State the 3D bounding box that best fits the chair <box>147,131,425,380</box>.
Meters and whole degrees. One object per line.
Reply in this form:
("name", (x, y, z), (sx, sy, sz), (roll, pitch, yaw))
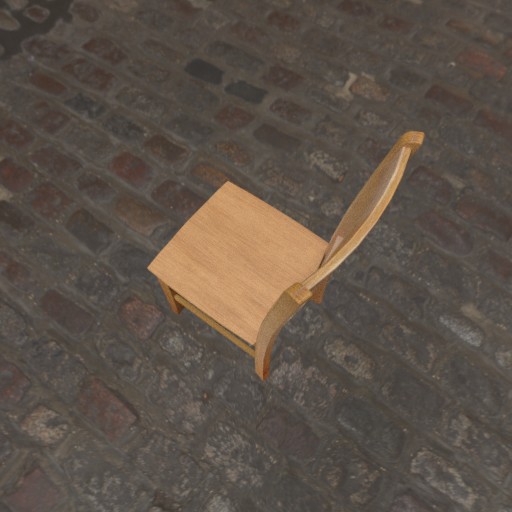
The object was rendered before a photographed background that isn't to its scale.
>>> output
("chair", (0.000, 0.000, 1.321), (0.556, 0.998, 0.450), (33, 69, 15))
